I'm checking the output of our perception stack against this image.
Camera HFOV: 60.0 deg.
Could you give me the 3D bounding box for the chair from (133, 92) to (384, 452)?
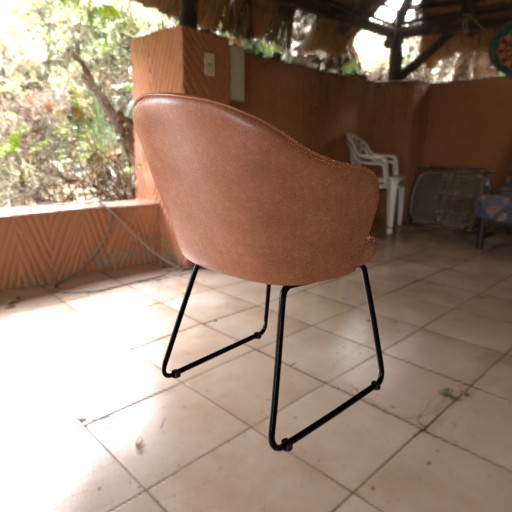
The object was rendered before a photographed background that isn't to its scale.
[{"bbox_3d":[0.000,0.000,1.187,0.580,0.785,0.582,-14,20,-43],"label":"chair"}]
